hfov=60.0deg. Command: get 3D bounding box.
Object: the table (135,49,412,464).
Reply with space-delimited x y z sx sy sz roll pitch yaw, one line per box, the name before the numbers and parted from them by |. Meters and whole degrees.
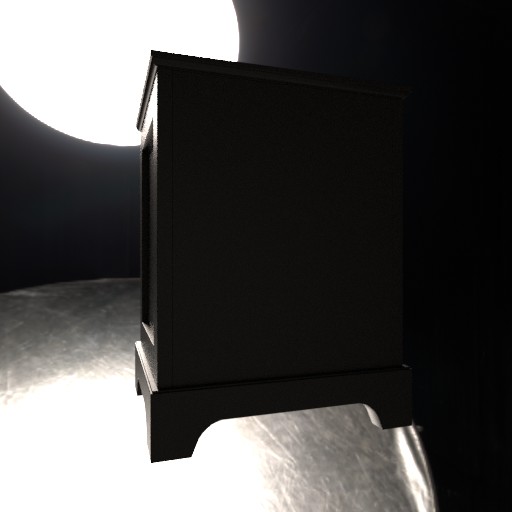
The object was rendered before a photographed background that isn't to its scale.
table | 0.000 0.000 0.912 0.460 0.610 0.399 0 0 -18
